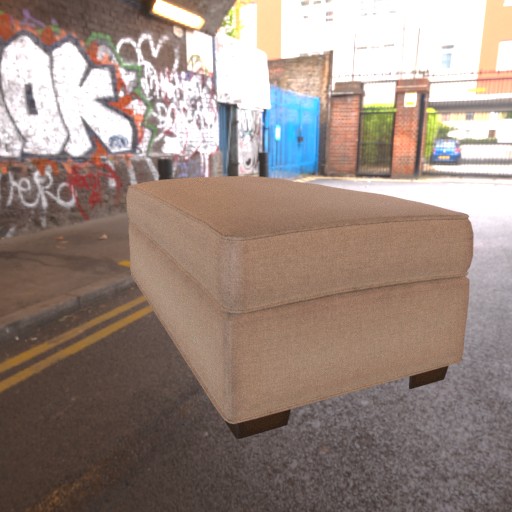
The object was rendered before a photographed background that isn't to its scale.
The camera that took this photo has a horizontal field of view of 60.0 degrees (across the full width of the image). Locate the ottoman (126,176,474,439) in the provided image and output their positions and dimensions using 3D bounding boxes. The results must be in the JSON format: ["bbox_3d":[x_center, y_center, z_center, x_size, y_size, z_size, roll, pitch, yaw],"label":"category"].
[{"bbox_3d":[0.000,0.000,1.383,0.617,0.448,1.097,-6,16,-24],"label":"ottoman"}]
